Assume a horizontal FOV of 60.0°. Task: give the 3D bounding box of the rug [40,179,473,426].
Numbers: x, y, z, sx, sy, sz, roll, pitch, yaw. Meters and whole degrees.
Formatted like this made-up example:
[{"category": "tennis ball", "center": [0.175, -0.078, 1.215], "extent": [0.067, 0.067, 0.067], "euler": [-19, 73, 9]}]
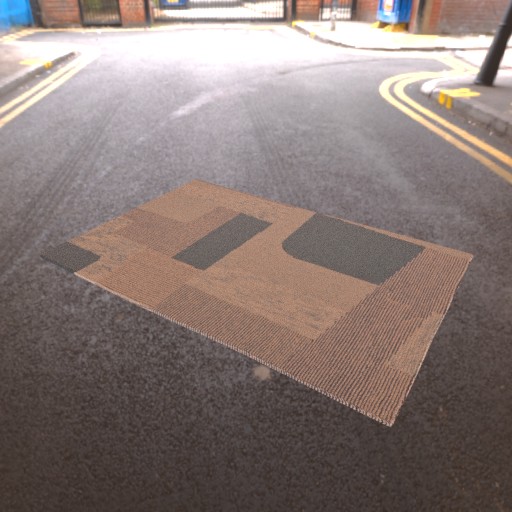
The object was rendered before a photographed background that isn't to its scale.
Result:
[{"category": "rug", "center": [0.000, 0.000, 2.264], "extent": [1.847, 0.020, 1.238], "euler": [19, 37, 28]}]
